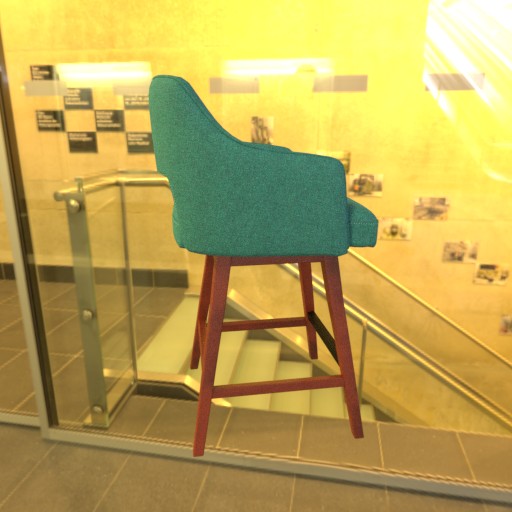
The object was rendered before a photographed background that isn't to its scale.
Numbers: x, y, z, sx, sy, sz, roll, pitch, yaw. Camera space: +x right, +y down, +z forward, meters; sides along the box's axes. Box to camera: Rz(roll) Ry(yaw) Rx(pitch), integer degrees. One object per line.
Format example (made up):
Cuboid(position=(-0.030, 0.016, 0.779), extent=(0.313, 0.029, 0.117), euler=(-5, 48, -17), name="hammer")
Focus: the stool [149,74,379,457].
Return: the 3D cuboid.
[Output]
Cuboid(position=(0.000, 0.000, 1.298), extent=(0.556, 0.961, 0.548), euler=(-3, 17, -9), name="stool")
